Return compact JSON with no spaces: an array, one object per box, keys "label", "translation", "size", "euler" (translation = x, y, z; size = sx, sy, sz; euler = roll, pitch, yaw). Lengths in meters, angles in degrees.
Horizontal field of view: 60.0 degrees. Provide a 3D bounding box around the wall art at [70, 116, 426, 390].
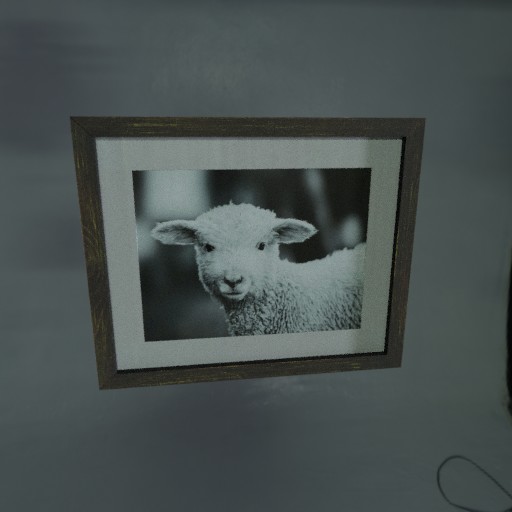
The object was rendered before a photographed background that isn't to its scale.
[{"label":"wall art","translation":[0.000,0.000,0.766],"size":[0.558,0.457,0.032],"euler":[-2,16,-8]}]
